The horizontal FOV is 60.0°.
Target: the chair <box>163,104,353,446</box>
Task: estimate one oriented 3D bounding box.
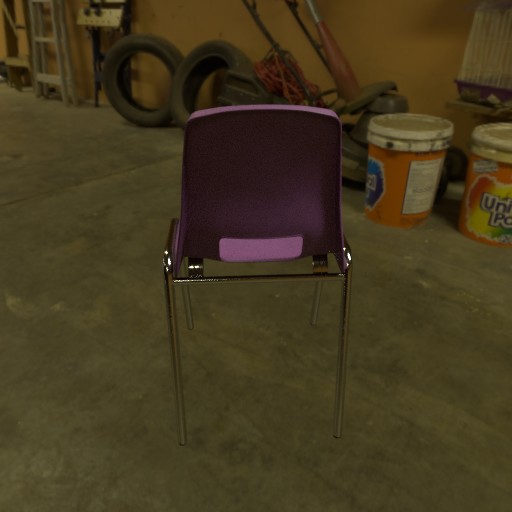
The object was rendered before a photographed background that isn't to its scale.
[{"bbox_3d":[0.000,0.000,0.955,0.381,0.704,0.432,-2,29,-3],"label":"chair"}]
